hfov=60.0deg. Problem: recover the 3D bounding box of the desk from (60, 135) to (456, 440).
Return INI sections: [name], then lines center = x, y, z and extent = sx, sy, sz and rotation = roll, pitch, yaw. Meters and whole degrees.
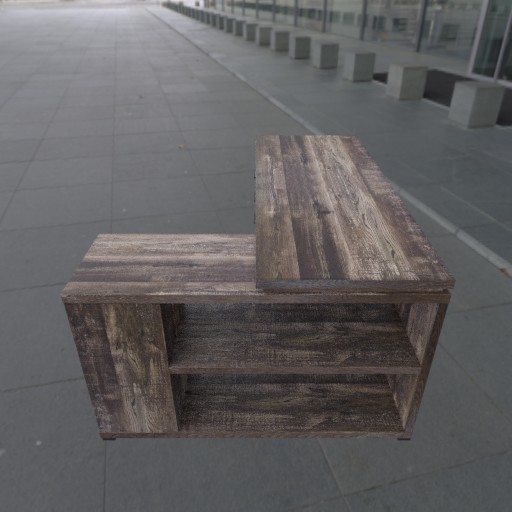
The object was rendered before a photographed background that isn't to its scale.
[desk]
center = 0.000, 0.000, 2.177
extent = 1.200, 0.753, 1.524
rotation = 0, 31, 0
